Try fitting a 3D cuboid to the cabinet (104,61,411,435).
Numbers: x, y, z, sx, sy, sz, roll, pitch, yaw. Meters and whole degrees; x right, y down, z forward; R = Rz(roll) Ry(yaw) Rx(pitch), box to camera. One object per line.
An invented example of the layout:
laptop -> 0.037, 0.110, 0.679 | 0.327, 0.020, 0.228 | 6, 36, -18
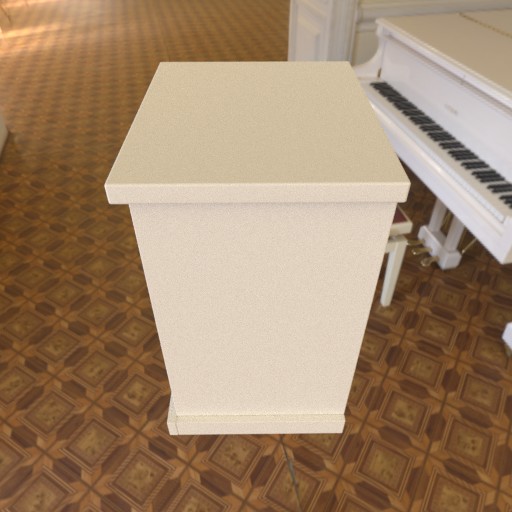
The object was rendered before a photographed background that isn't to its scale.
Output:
cabinet -> 0.000, 0.000, 1.051 | 0.431, 0.723, 0.520 | 0, 41, 0
